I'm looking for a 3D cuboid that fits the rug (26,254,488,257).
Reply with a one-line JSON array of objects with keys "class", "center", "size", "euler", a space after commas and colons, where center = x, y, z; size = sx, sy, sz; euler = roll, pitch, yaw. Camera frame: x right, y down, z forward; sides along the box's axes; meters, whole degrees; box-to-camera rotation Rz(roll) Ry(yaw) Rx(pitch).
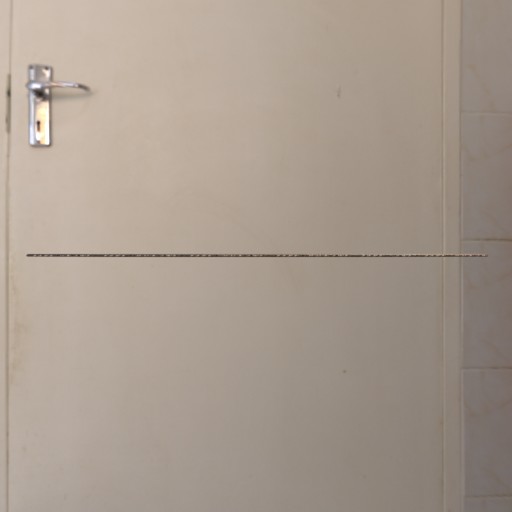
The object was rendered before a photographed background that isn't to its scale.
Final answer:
[{"class": "rug", "center": [0.000, 0.000, 3.904], "size": [2.902, 0.017, 2.305], "euler": [0, 0, -1]}]
